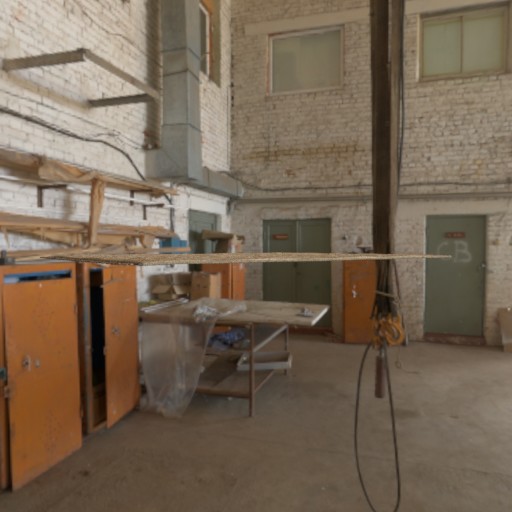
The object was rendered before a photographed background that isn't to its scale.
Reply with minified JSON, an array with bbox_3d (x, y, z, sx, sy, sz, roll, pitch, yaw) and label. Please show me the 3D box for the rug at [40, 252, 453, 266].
[{"bbox_3d":[0.000,0.000,3.026,2.434,0.027,1.529,-1,1,-37],"label":"rug"}]
